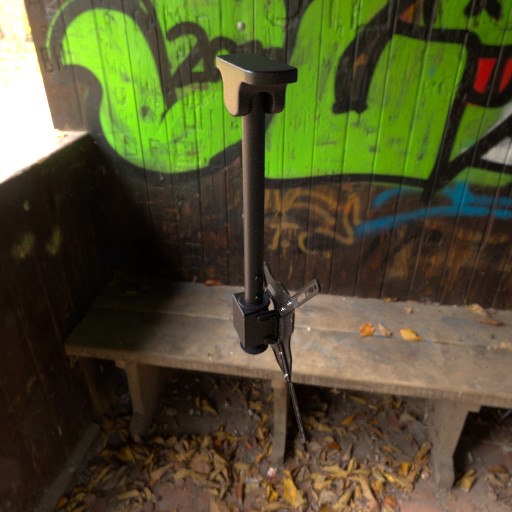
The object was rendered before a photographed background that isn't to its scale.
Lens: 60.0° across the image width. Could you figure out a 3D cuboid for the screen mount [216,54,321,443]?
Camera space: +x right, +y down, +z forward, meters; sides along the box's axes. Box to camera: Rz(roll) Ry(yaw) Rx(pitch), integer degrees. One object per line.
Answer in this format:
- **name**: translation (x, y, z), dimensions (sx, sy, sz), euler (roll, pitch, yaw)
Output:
- **screen mount**: translation (0.000, 0.000, 0.898), dimensions (0.090, 0.729, 0.393), euler (-10, 32, -17)
